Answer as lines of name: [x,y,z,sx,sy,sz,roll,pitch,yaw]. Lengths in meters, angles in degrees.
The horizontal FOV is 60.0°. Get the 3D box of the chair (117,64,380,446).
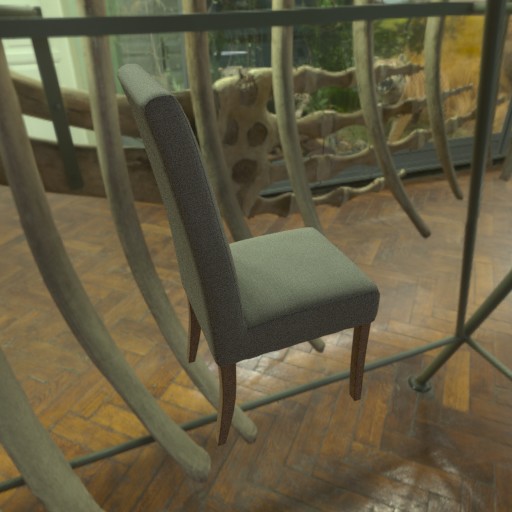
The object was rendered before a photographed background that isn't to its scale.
chair: [0.000,0.000,1.316,0.611,1.033,0.450,-11,32,-18]
